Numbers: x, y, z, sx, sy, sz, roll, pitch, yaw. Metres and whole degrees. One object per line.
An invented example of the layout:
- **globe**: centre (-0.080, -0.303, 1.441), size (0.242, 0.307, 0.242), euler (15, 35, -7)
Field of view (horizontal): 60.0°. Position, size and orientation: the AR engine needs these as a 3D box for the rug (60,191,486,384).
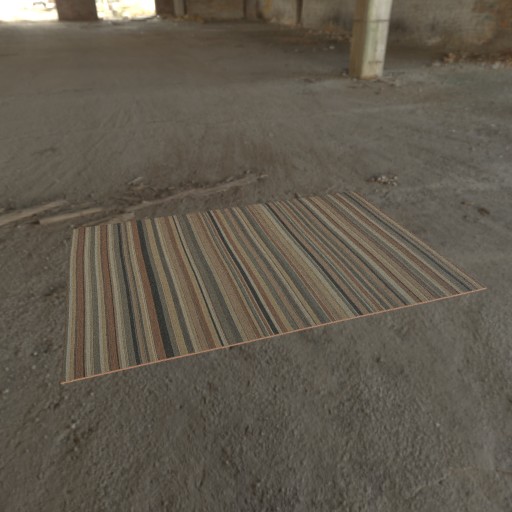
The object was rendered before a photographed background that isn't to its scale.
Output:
- **rug**: centre (0.000, 0.000, 2.277), size (1.829, 0.008, 1.219), euler (-10, 32, -16)
